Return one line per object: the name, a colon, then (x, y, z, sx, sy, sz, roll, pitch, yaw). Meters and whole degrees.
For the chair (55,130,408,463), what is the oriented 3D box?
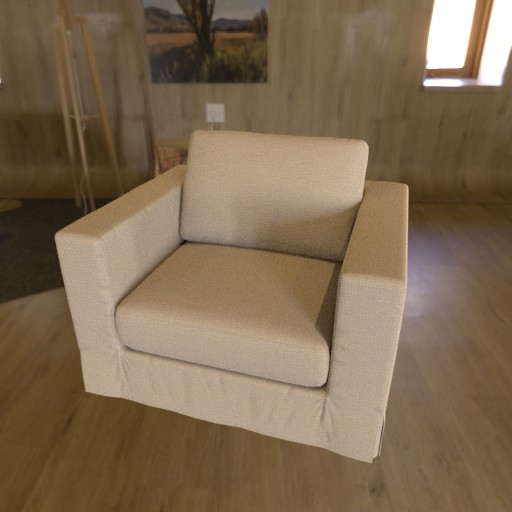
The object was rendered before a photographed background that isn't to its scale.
chair: (0.000, 0.000, 1.784, 1.150, 0.878, 0.957, 8, 27, 16)
